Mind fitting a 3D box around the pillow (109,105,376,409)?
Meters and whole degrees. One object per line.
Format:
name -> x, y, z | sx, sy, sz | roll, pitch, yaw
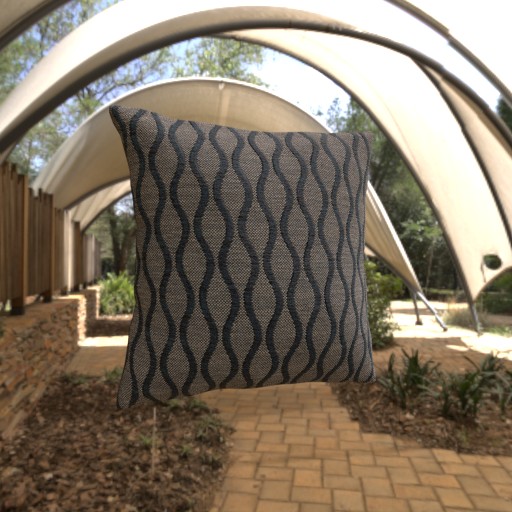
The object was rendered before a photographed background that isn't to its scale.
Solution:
pillow -> 0.000, 0.000, 0.688 | 0.435, 0.435, 0.159 | 0, -1, -20
